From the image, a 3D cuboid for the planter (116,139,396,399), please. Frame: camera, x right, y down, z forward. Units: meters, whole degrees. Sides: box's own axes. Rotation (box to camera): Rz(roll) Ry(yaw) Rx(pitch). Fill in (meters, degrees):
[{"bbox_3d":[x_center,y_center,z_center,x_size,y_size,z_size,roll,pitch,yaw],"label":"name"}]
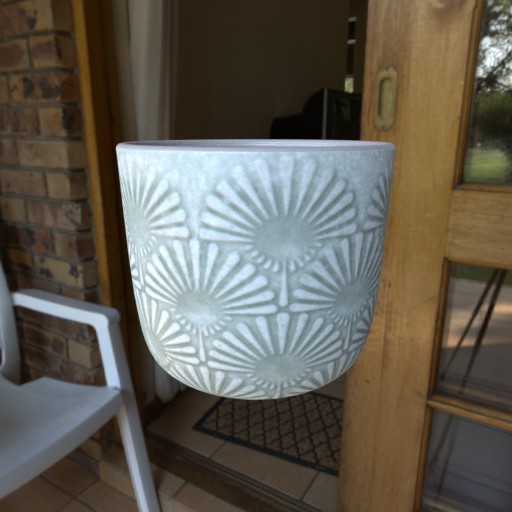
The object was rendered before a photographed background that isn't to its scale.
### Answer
[{"bbox_3d":[0.000,0.000,0.219,0.124,0.109,0.124,0,16,0],"label":"planter"}]
